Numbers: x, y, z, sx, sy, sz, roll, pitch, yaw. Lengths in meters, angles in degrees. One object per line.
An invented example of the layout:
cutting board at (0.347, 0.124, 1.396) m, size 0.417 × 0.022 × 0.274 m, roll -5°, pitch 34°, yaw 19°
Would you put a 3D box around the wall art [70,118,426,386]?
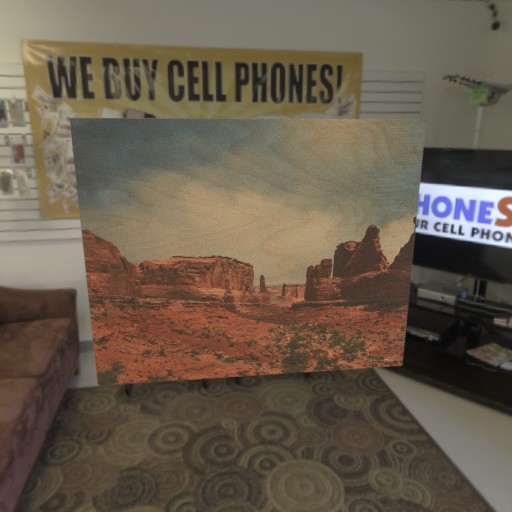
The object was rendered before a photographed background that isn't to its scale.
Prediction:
wall art at (0.000, 0.000, 0.687) m, size 0.508 × 0.406 × 0.013 m, roll -2°, pitch 15°, yaw -7°
